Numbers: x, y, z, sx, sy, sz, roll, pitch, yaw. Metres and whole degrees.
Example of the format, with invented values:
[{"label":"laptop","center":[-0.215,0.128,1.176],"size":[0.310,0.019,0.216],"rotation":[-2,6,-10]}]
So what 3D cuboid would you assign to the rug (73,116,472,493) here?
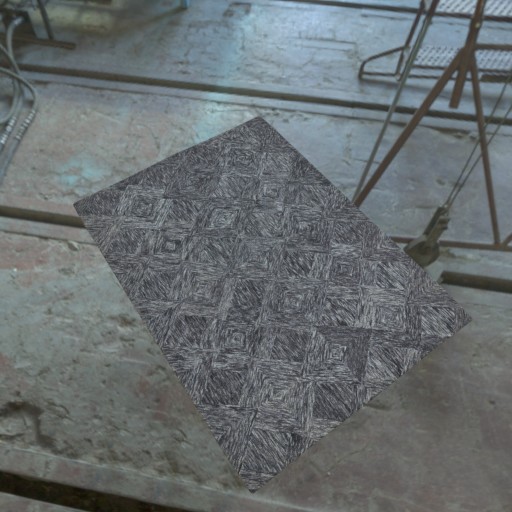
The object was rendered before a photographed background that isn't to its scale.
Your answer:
[{"label":"rug","center":[0.000,0.000,5.309],"size":[2.997,0.020,4.093],"rotation":[-31,62,-18]}]
